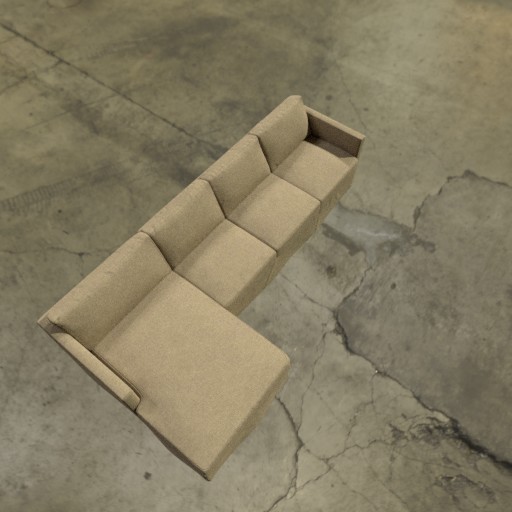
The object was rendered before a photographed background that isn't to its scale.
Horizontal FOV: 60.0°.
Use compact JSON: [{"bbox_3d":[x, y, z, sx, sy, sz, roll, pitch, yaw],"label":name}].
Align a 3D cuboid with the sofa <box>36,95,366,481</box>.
[{"bbox_3d":[0.000,0.000,3.855,1.638,0.920,3.198,33,64,19],"label":"sofa"}]
